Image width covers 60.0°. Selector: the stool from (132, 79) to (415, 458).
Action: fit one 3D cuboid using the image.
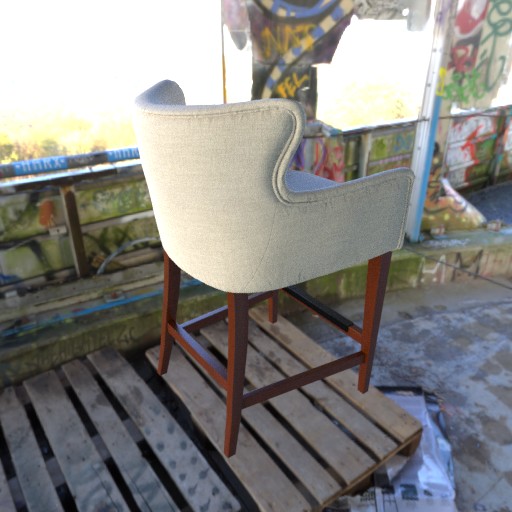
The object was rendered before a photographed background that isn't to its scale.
[{"bbox_3d":[0.000,0.000,1.360,0.637,0.987,0.615,-18,32,-31],"label":"stool"}]
